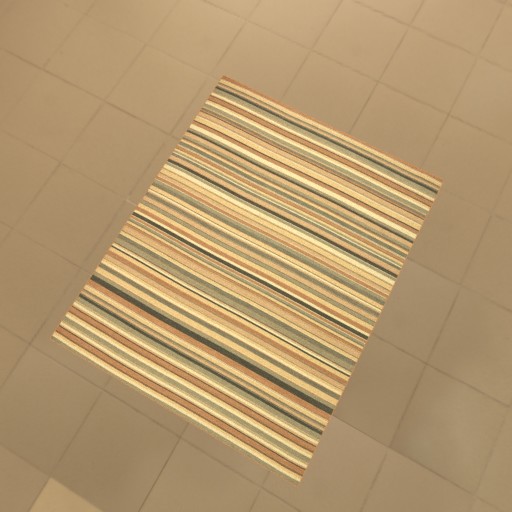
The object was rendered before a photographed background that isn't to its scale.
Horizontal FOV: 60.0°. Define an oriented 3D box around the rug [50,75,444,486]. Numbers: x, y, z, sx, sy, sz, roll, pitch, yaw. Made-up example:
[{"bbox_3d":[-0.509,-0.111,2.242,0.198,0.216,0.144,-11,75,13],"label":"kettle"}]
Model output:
[{"bbox_3d":[0.000,0.000,4.048,2.436,0.011,3.045,28,77,7],"label":"rug"}]
